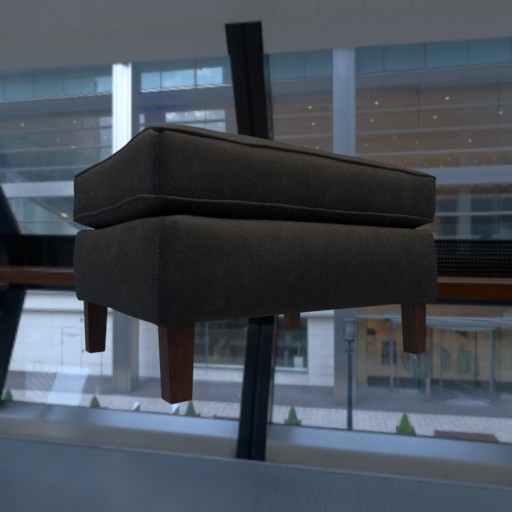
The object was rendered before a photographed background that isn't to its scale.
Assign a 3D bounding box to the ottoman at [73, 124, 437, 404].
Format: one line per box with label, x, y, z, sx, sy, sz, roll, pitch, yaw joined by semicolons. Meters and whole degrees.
ottoman;0.000;0.000;0.956;0.665;0.413;0.501;0;-1;-35
